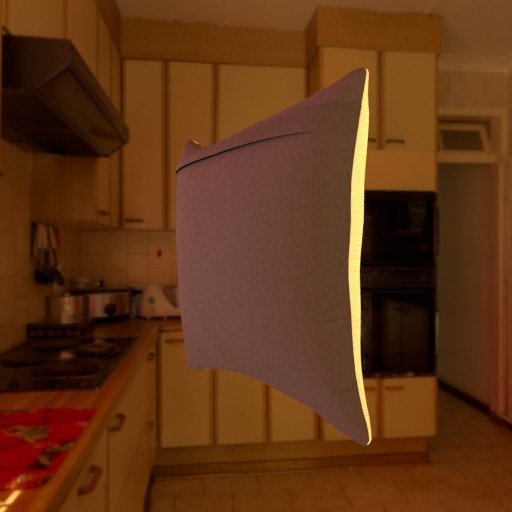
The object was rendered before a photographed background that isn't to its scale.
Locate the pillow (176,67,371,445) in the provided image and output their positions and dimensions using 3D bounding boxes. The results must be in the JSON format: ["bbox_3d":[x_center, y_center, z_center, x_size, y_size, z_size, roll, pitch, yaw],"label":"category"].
[{"bbox_3d":[0.000,0.000,0.632,0.173,0.406,0.405,0,1,-36],"label":"pillow"}]
